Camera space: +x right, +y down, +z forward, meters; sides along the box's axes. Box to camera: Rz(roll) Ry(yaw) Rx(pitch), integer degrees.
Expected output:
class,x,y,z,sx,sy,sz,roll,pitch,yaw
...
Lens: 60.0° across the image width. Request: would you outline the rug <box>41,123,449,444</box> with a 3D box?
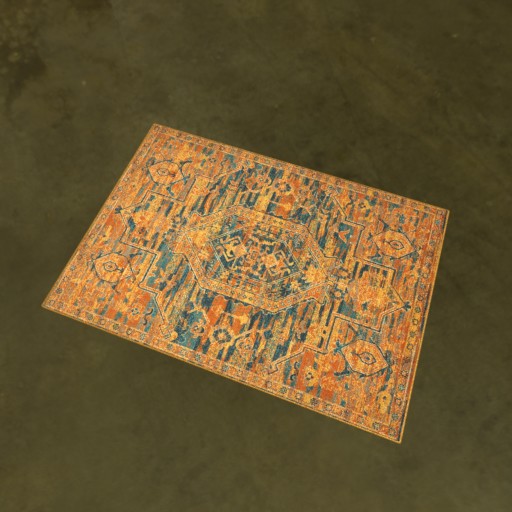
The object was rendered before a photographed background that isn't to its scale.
class,x,y,z,sx,sy,sz,roll,pitch,yaw
rug,0.000,0.000,3.742,2.916,0.019,2.043,18,65,9
